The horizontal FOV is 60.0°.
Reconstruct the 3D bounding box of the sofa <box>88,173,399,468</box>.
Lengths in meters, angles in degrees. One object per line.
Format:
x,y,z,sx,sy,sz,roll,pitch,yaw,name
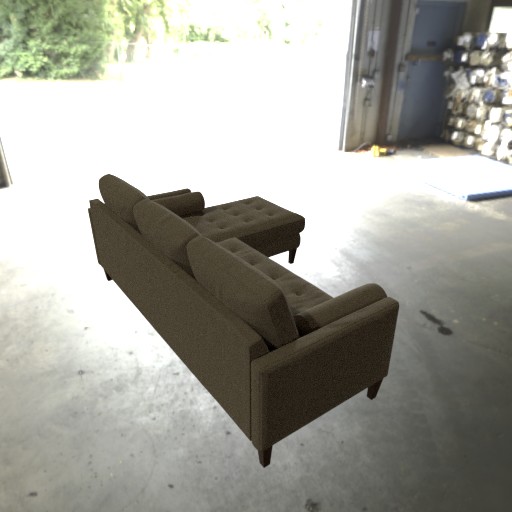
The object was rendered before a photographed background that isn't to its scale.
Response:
0.000,0.000,2.927,1.506,0.875,2.178,-18,32,-31,sofa
